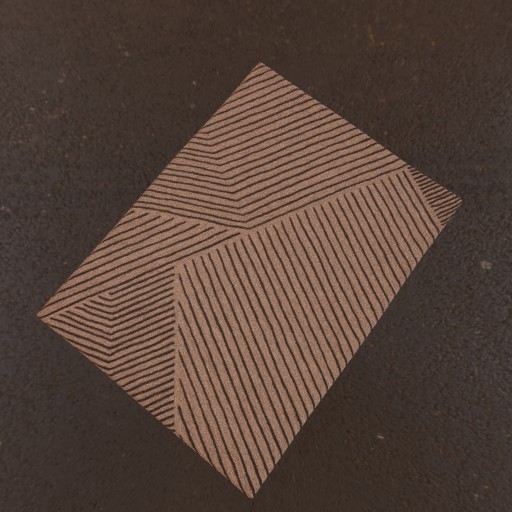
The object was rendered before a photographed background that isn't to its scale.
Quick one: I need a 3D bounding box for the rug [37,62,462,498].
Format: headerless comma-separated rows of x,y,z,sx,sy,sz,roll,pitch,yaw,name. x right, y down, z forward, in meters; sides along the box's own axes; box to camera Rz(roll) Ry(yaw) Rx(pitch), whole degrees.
0.000,0.000,3.053,1.829,0.028,2.449,37,80,8,rug
